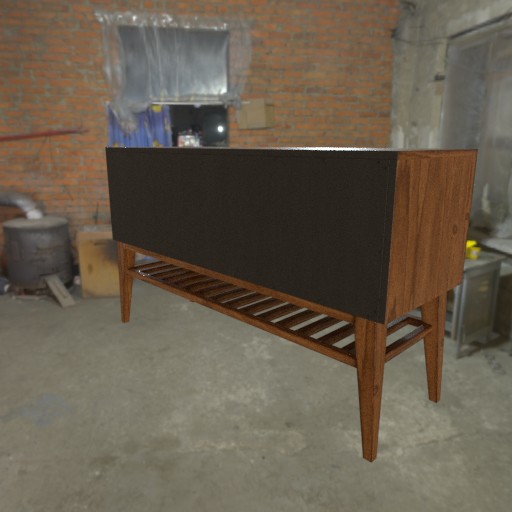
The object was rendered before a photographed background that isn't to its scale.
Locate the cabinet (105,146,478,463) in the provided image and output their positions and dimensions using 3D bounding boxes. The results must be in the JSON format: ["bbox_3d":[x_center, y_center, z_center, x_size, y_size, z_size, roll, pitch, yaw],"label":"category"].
[{"bbox_3d":[0.000,0.000,1.692,0.477,0.802,1.363,-14,20,-43],"label":"cabinet"}]
